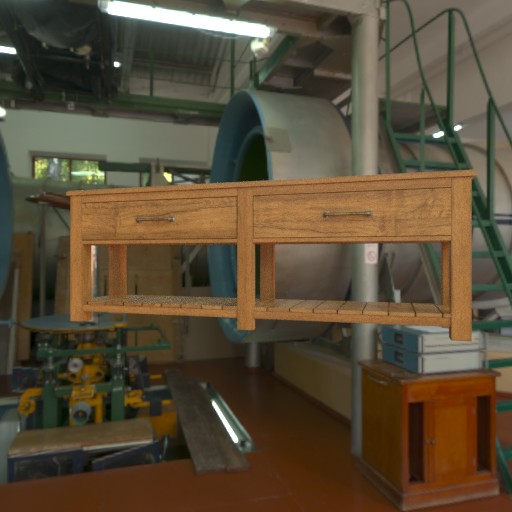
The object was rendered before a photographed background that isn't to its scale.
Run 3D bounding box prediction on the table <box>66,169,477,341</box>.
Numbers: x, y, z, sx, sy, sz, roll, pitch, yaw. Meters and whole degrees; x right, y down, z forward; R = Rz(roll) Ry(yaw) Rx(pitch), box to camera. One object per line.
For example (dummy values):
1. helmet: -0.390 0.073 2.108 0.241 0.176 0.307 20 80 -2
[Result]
1. table: 0.000 0.000 2.079 1.815 0.635 0.425 0 0 17
